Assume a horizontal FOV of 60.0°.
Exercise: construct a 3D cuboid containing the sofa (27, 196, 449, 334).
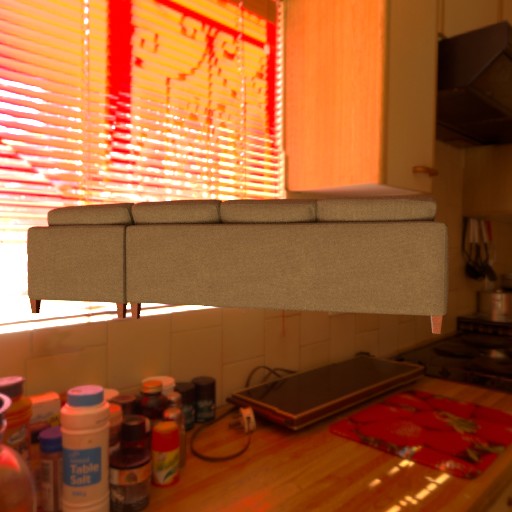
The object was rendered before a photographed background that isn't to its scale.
[{"bbox_3d":[0.000,0.000,4.477,3.302,0.947,2.593,0,1,16],"label":"sofa"}]
